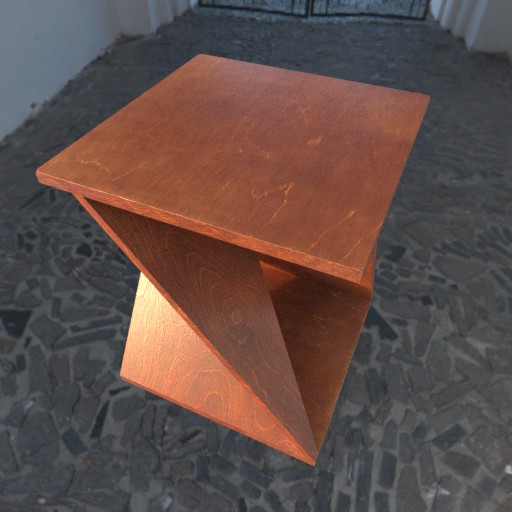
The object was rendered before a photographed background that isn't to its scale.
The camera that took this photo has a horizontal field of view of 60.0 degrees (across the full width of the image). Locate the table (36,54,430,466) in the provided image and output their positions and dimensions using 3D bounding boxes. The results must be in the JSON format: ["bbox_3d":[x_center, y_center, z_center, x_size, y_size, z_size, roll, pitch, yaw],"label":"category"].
[{"bbox_3d":[0.000,0.000,0.824,0.427,0.520,0.427,18,48,17],"label":"table"}]
